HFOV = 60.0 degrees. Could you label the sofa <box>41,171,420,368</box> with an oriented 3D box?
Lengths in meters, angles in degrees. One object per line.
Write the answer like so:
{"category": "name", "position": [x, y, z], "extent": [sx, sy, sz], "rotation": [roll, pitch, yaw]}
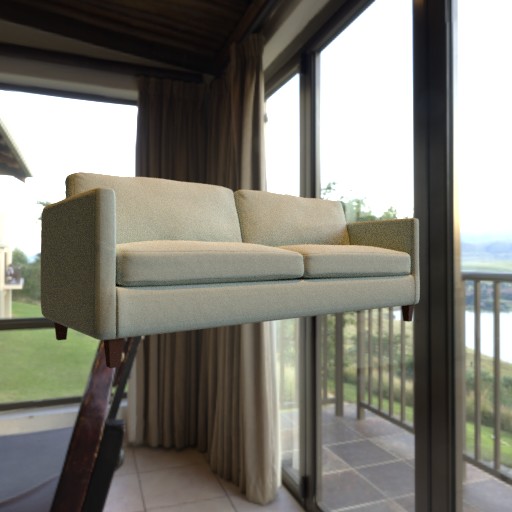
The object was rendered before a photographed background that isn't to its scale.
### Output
{"category": "sofa", "position": [0.000, 0.000, 2.921], "extent": [2.434, 0.965, 0.948], "rotation": [0, 0, -38]}
